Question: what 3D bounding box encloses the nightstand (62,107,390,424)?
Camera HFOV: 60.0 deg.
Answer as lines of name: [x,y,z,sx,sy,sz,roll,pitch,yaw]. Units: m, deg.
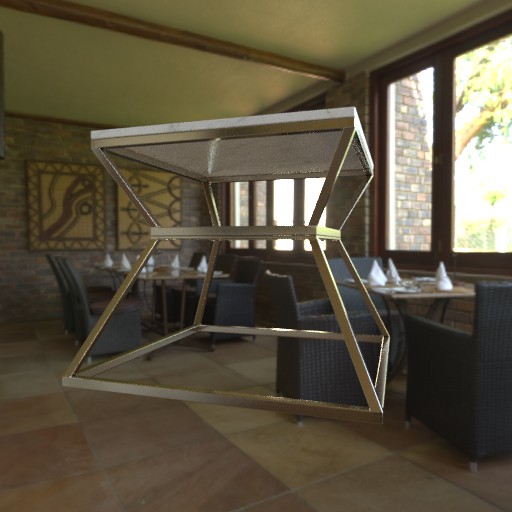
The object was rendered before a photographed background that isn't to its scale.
nightstand: [0.000,0.000,0.899,0.514,0.426,0.513,0,2,18]
